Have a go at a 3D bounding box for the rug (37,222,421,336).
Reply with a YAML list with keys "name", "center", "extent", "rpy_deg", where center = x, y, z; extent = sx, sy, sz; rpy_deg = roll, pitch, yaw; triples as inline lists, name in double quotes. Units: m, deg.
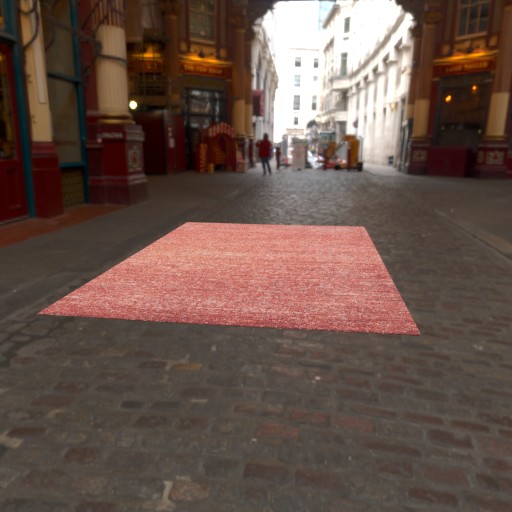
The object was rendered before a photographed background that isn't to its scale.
- name: "rug"
  center: [0.000, 0.000, 5.073]
  extent: [2.803, 0.025, 3.965]
  rpy_deg: [2, 15, 8]
